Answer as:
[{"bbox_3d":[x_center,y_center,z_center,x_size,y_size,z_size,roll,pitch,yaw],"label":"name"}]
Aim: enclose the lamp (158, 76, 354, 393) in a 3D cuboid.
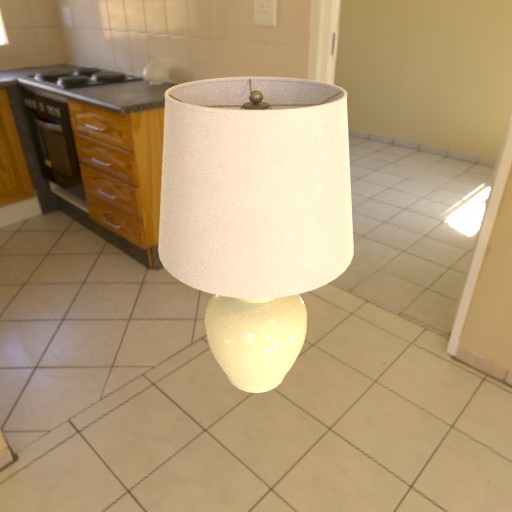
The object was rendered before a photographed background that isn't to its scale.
[{"bbox_3d":[0.000,0.000,0.563,0.239,0.399,0.239,0,30,0],"label":"lamp"}]
